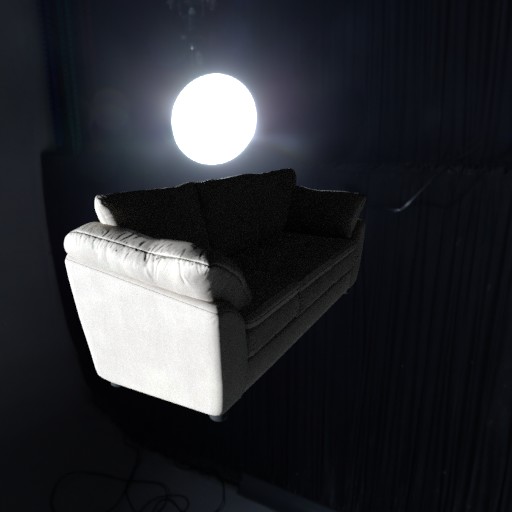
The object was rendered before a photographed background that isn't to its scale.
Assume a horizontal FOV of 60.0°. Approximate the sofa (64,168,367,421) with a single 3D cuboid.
[{"bbox_3d":[0.000,0.000,2.878,0.878,0.996,2.334,8,17,27],"label":"sofa"}]
